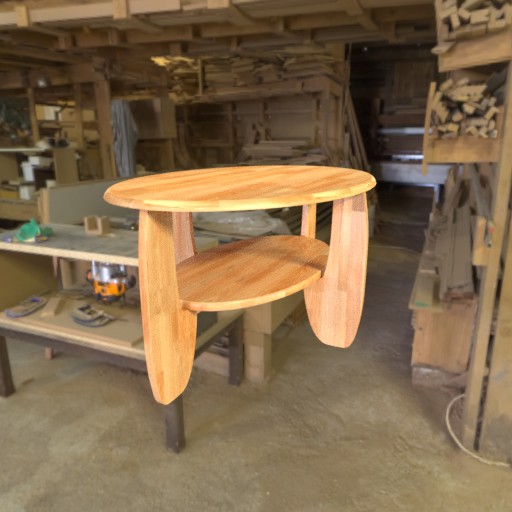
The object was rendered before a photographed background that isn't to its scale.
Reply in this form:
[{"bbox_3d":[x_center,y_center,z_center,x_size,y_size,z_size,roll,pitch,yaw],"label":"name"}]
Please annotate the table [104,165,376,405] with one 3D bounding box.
[{"bbox_3d":[0.000,0.000,1.394,0.690,0.490,1.040,8,18,26],"label":"table"}]
